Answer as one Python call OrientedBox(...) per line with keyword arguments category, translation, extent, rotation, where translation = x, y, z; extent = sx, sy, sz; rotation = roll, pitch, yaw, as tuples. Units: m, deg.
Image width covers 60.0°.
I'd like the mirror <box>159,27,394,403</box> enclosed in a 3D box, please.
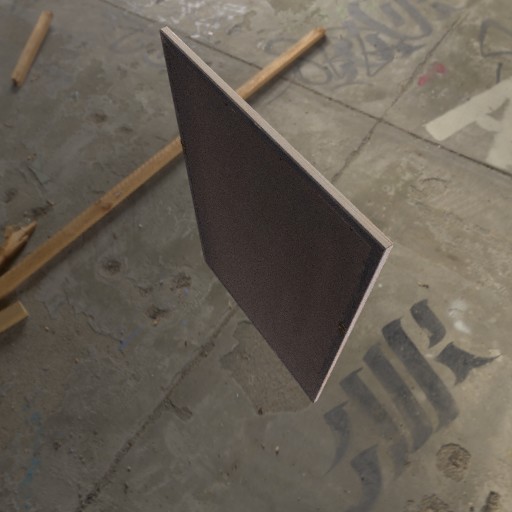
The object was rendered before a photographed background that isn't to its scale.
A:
OrientedBox(category="mirror", translation=(0.000, 0.000, 1.254), extent=(0.025, 0.996, 0.705), rotation=(-31, 64, -18))
